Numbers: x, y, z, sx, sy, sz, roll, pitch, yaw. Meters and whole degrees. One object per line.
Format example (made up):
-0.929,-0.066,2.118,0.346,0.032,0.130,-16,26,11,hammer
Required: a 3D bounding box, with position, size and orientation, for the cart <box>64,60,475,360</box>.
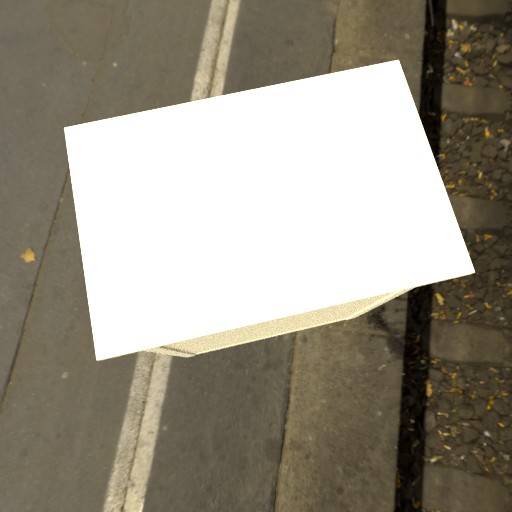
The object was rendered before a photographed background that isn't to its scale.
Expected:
0.000,0.000,1.226,0.683,0.864,0.442,-13,76,-3,cart
